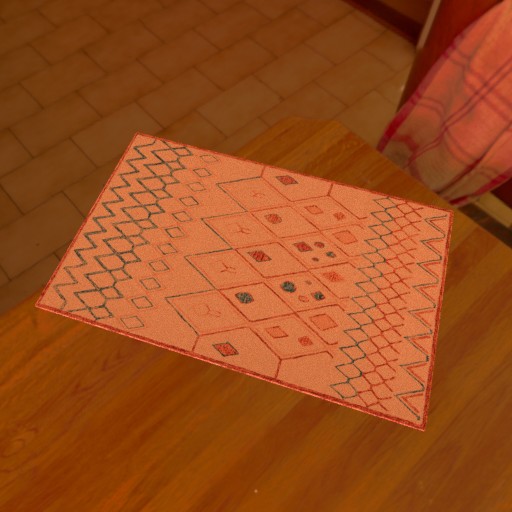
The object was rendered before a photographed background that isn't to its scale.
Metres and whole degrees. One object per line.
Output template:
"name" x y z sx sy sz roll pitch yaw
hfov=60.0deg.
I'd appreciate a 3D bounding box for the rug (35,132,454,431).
"rug" 0.000 0.000 2.956 2.438 0.015 1.524 16 63 8
